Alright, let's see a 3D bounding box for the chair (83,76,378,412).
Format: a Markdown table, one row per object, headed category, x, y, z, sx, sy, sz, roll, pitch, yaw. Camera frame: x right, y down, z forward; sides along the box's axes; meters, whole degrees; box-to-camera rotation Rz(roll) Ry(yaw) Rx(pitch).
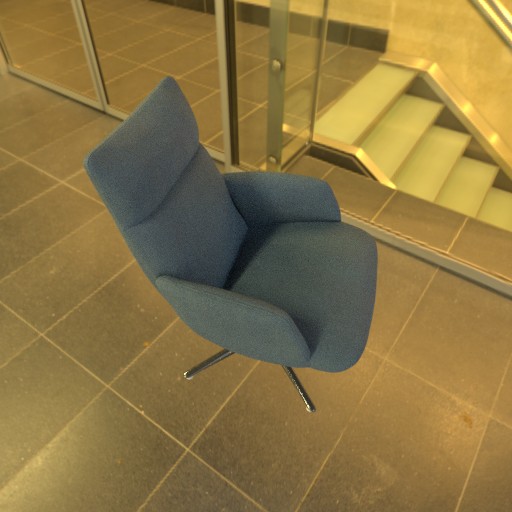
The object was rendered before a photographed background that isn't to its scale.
| category | x | y | z | sx | sy | sz | roll | pitch | yaw |
| --- | --- | --- | --- | --- | --- | --- | --- | --- | --- |
| chair | 0.000 | 0.000 | 1.599 | 0.889 | 1.016 | 0.711 | 12 | 47 | 11 |
